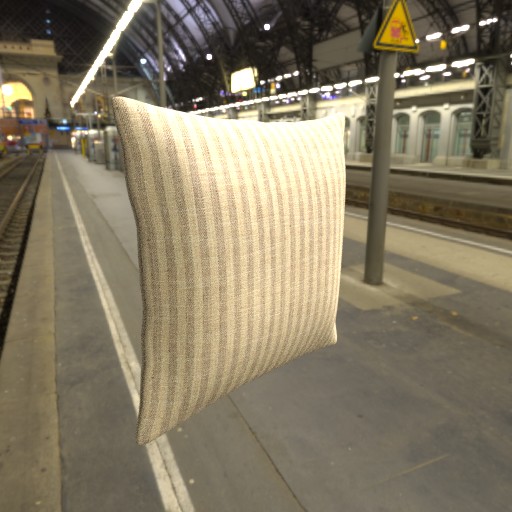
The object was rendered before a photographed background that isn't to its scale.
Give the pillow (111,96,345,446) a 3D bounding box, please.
[{"bbox_3d":[0.000,0.000,0.793,0.166,0.510,0.523,14,20,43],"label":"pillow"}]
